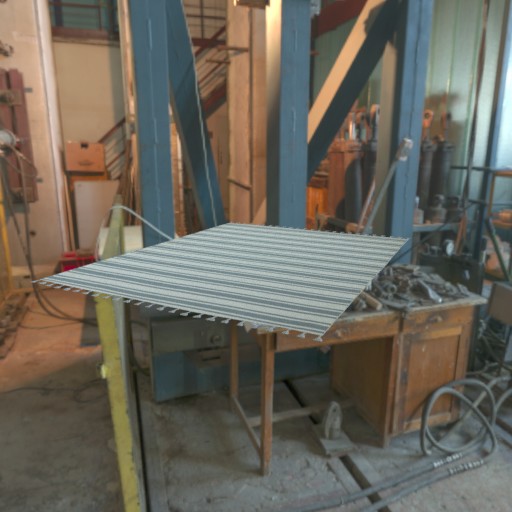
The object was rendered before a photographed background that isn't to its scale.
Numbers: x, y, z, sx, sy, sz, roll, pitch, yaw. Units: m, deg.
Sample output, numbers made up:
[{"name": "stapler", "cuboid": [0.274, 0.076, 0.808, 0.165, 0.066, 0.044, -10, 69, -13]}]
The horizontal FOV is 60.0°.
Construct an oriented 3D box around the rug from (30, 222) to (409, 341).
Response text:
[{"name": "rug", "cuboid": [0.000, 0.000, 4.354, 2.439, 0.005, 3.201, 7, 16, 26]}]
